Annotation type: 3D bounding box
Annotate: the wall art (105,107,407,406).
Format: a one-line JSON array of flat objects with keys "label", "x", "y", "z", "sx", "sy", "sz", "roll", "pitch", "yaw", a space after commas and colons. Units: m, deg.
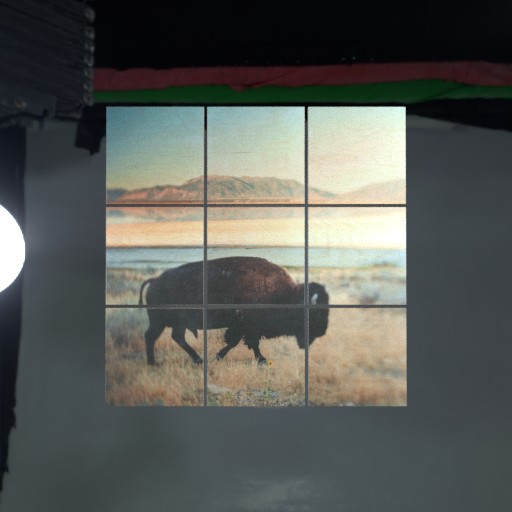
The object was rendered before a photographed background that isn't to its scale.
[{"label": "wall art", "x": 0.000, "y": 0.000, "z": 1.347, "sx": 0.906, "sy": 0.904, "sz": 0.018, "roll": 0, "pitch": -1, "yaw": 0}]
